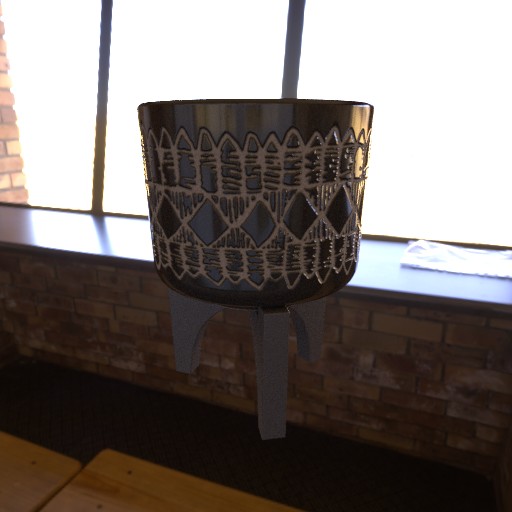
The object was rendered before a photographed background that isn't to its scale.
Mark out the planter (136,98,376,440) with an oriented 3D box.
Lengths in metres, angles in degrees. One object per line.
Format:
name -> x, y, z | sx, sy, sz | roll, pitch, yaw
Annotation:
planter -> 0.000, 0.000, 0.409 | 0.196, 0.264, 0.196 | -3, 17, -9
